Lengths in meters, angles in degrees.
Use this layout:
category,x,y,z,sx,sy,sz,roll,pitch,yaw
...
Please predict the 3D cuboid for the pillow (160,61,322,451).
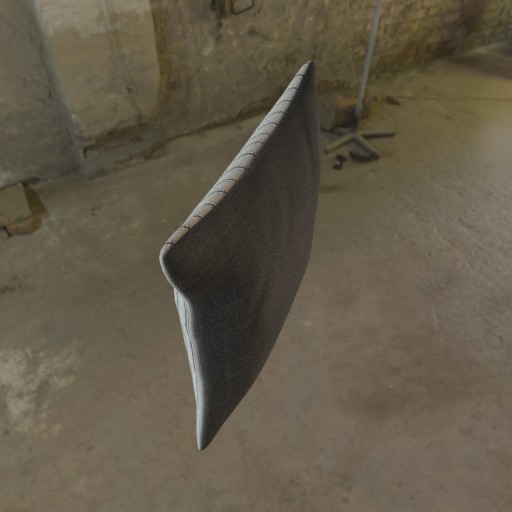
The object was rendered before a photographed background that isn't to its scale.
category,x,y,z,sx,sy,sz,roll,pitch,yaw
pillow,0.000,0.000,0.694,0.138,0.444,0.468,16,48,15
